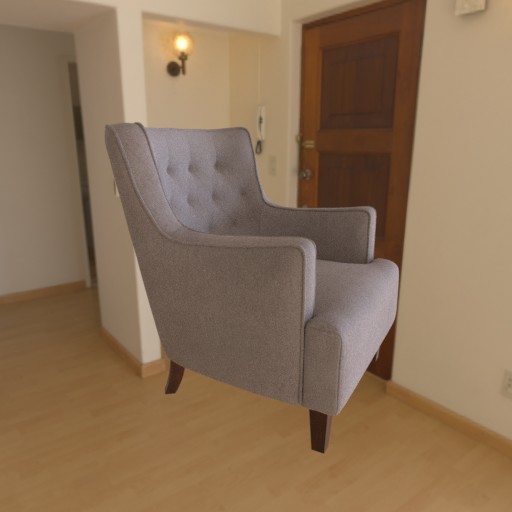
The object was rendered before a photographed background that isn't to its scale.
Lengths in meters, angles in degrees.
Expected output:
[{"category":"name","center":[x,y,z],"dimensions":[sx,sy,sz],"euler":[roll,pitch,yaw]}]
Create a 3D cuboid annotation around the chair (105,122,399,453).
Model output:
[{"category":"chair","center":[0.000,0.000,1.606],"dimensions":[0.910,0.919,0.781],"euler":[8,17,27]}]
